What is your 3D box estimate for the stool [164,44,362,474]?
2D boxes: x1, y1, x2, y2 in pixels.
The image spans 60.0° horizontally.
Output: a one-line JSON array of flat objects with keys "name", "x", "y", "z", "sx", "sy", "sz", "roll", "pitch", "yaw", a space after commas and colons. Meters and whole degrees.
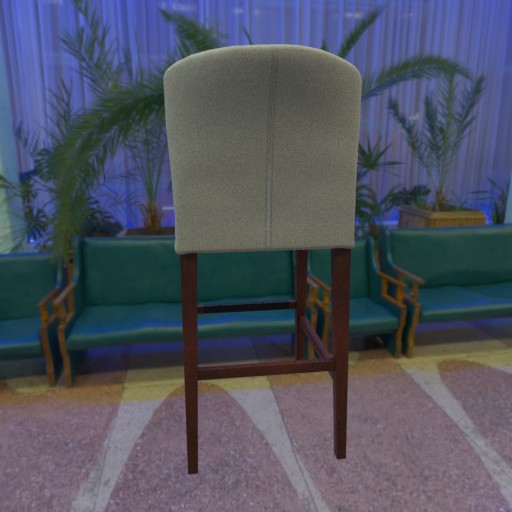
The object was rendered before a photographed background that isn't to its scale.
[{"name": "stool", "x": 0.000, "y": 0.000, "z": 1.331, "sx": 0.479, "sy": 1.069, "sz": 0.568, "roll": -2, "pitch": 15, "yaw": -8}]
